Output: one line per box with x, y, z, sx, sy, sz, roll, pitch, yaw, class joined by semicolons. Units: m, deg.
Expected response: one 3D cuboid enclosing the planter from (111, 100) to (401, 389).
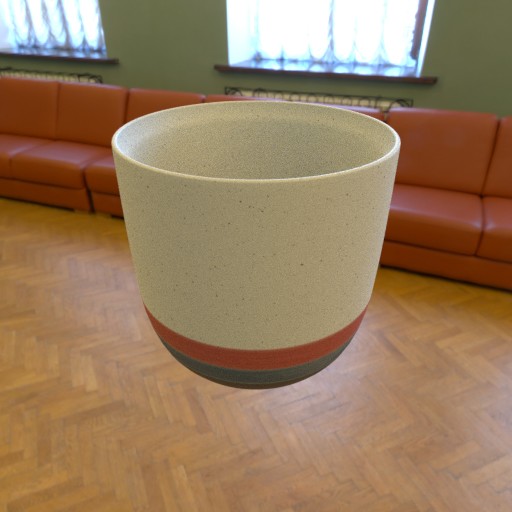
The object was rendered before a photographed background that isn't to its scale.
0.000;0.000;0.378;0.204;0.214;0.204;0;31;0;planter
